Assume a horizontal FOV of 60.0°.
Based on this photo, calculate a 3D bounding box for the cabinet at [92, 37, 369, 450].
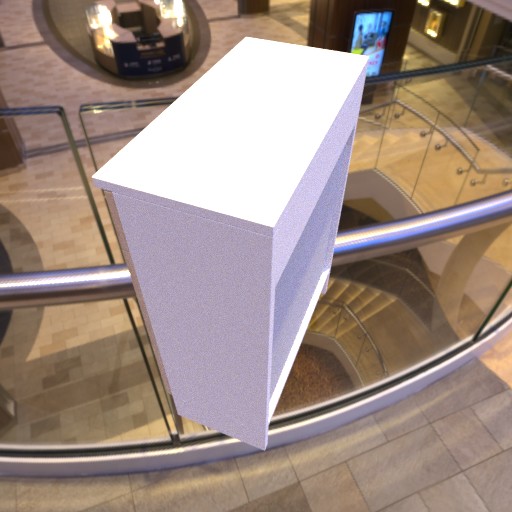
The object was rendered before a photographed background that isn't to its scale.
[{"bbox_3d":[0.000,0.000,1.121,0.296,0.815,0.600,17,49,15],"label":"cabinet"}]
